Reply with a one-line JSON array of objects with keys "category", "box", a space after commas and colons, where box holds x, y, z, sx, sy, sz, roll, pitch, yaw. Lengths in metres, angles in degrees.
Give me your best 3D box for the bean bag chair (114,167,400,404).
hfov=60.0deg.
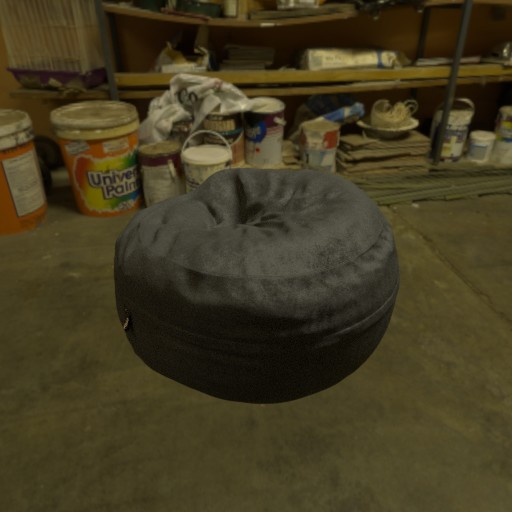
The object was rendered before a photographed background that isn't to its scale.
[{"category": "bean bag chair", "box": [0.000, 0.000, 2.427, 1.525, 0.751, 1.525, 0, 31, 0]}]
